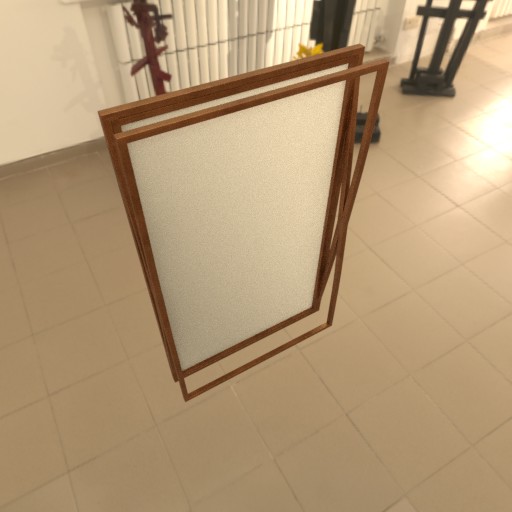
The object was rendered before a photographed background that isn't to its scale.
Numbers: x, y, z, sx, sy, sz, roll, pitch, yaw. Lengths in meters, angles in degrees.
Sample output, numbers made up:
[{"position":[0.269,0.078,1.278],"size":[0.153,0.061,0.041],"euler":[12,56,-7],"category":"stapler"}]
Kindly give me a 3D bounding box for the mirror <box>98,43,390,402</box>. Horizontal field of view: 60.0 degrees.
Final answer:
[{"position":[0.000,0.000,0.954],"size":[0.468,0.768,0.082],"euler":[-23,51,-20],"category":"mirror"}]
